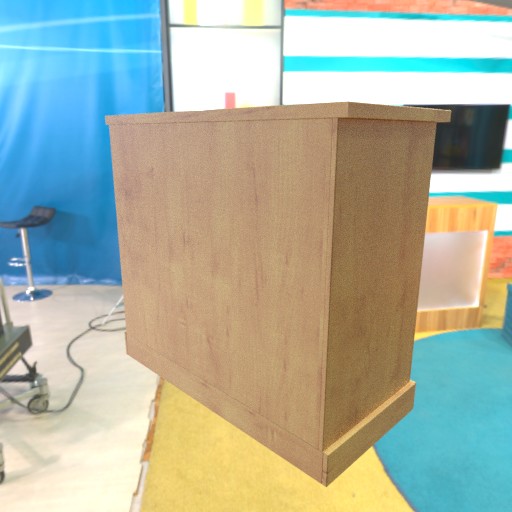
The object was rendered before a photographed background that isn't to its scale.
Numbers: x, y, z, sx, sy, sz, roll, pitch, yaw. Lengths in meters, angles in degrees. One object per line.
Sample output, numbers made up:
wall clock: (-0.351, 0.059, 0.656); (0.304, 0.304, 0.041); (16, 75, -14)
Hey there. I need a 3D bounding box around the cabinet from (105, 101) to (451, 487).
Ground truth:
cabinet: (0.000, 0.000, 1.371); (0.450, 0.840, 0.920); (-15, 21, -43)
